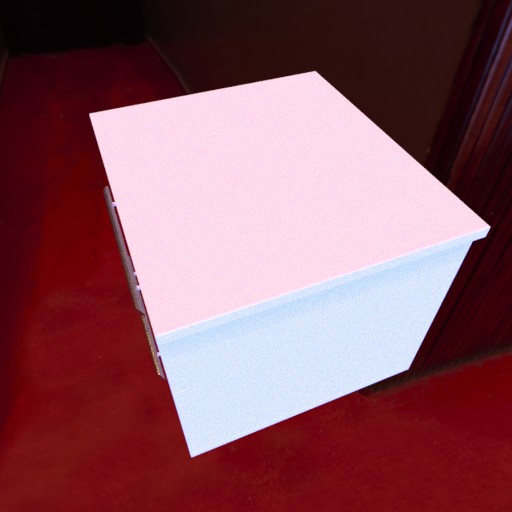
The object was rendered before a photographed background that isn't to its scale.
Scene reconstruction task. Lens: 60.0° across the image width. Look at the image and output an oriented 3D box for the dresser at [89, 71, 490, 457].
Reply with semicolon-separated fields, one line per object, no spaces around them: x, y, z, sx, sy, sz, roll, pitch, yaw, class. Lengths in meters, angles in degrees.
0.000;0.000;0.718;0.400;0.360;0.430;-17;49;-15;dresser
